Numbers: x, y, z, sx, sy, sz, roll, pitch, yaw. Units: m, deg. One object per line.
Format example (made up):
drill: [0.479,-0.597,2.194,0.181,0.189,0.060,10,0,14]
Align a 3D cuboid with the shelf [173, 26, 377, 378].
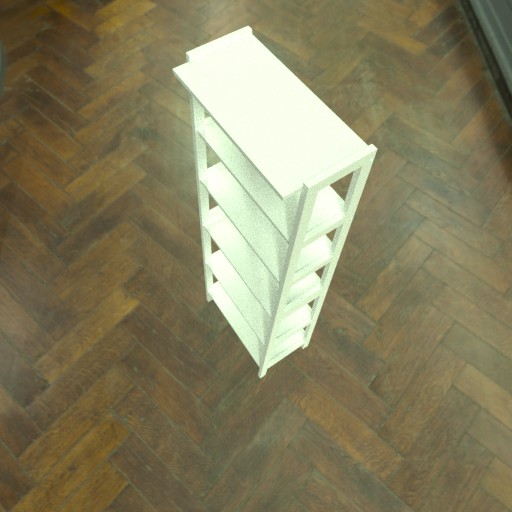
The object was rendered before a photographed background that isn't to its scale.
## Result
shelf: [0.000,0.000,2.153,0.381,1.892,0.660,-31,66,-15]
